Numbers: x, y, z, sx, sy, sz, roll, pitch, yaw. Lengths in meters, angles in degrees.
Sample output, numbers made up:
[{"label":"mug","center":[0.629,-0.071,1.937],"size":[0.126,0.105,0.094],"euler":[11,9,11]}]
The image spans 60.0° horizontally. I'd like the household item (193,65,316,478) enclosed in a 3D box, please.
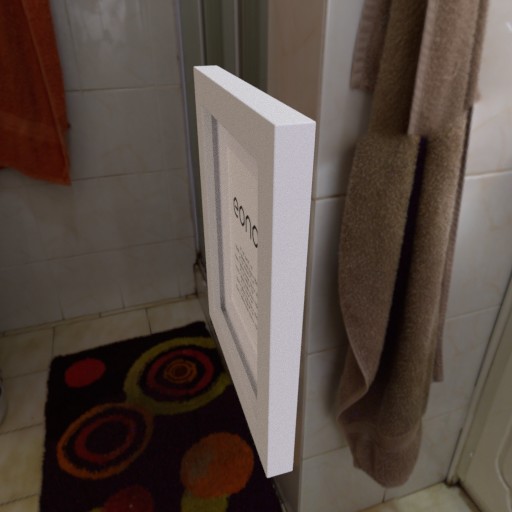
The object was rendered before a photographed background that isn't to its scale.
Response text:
[{"label":"household item","center":[0.000,0.000,0.343],"size":[0.045,0.250,0.200],"euler":[-9,31,-15]}]
